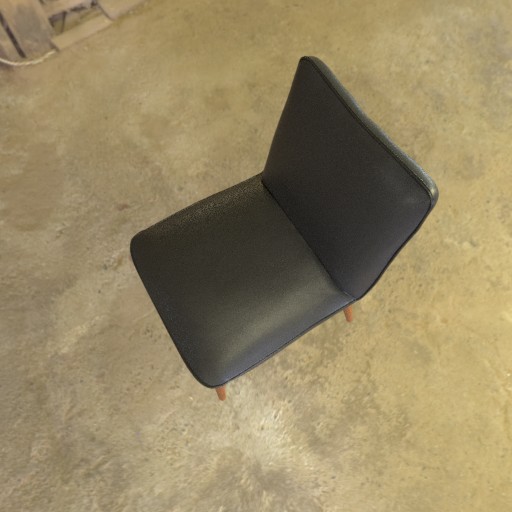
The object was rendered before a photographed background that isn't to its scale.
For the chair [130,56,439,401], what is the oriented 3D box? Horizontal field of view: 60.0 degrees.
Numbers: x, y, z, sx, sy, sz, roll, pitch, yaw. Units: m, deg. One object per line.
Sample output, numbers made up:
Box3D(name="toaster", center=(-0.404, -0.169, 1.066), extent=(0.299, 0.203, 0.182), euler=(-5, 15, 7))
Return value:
Box3D(name="chair", center=(0.000, 0.000, 1.255), extent=(0.645, 0.801, 0.543), euler=(-32, 68, -15))
